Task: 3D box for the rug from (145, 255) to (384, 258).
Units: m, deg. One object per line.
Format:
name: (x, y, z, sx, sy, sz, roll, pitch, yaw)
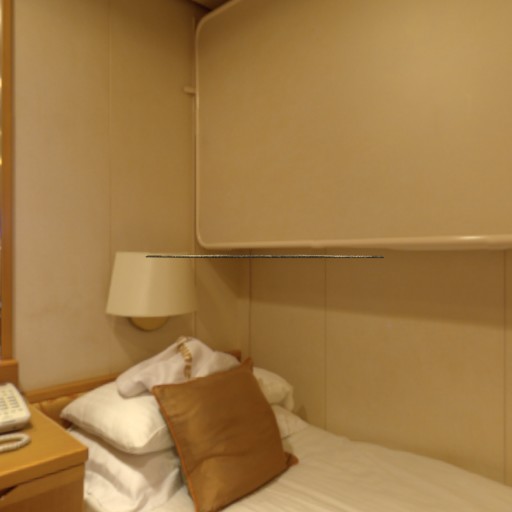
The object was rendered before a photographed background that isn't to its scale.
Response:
rug: (0.000, 0.000, 2.611, 0.760, 0.012, 2.434, 0, 0, -1)
